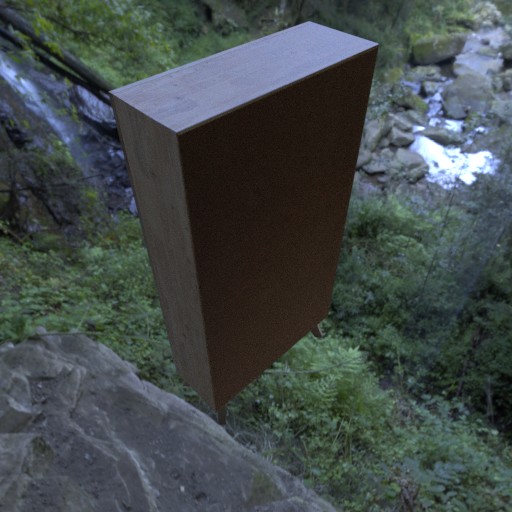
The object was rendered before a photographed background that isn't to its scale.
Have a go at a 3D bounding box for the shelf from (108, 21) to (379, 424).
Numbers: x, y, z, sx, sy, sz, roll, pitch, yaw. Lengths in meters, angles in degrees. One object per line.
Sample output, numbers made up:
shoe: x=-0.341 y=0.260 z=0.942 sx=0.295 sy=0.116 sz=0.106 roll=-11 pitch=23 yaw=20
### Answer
shelf: x=0.000 y=0.000 z=1.727 sx=0.748 sy=1.471 sz=0.308 roll=-34 pitch=54 yaw=-29
